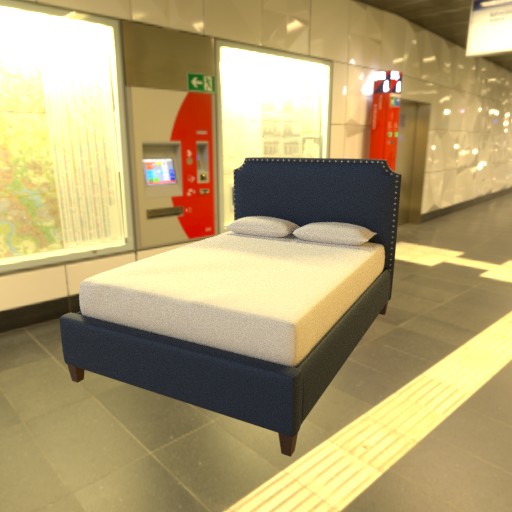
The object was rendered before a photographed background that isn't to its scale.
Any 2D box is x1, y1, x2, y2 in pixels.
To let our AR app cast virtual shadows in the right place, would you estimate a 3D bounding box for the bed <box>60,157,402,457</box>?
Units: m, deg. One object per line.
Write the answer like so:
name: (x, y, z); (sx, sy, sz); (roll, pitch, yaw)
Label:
bed: (0.000, 0.000, 3.470); (1.712, 1.443, 2.372); (7, 16, 27)
